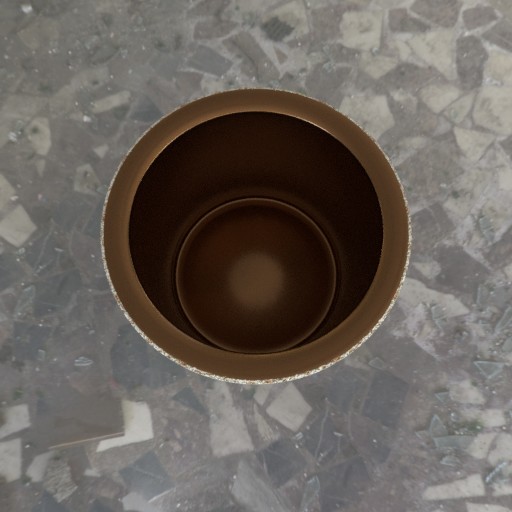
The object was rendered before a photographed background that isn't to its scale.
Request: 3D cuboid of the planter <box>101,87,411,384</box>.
[{"bbox_3d":[0.000,0.000,0.198,0.109,0.096,0.109,0,76,0],"label":"planter"}]
